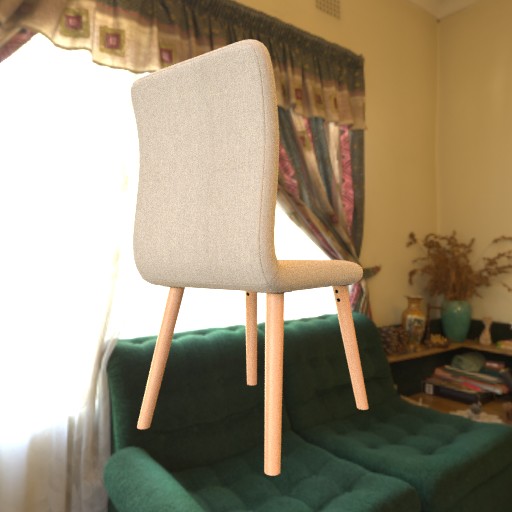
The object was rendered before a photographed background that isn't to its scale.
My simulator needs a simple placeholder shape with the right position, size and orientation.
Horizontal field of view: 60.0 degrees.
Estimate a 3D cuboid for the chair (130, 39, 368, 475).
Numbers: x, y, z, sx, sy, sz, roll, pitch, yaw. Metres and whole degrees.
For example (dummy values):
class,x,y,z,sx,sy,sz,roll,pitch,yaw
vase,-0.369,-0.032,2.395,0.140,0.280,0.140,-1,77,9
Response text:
class,x,y,z,sx,sy,sz,roll,pitch,yaw
chair,0.000,0.000,1.204,0.435,0.885,0.550,0,0,36
